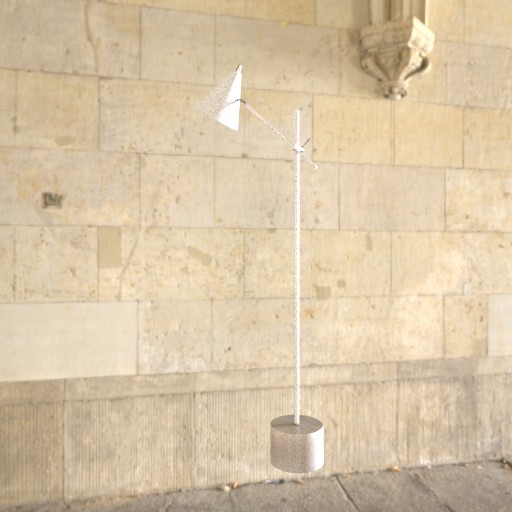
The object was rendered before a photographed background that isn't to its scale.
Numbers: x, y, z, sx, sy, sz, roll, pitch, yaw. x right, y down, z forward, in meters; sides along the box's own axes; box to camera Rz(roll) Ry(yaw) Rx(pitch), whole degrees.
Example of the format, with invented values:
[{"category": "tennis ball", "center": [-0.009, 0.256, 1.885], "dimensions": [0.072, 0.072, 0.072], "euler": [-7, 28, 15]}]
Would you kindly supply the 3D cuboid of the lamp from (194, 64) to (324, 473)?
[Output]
[{"category": "lamp", "center": [0.000, 0.000, 1.629], "dimensions": [0.508, 1.430, 0.223], "euler": [0, 0, 35]}]
